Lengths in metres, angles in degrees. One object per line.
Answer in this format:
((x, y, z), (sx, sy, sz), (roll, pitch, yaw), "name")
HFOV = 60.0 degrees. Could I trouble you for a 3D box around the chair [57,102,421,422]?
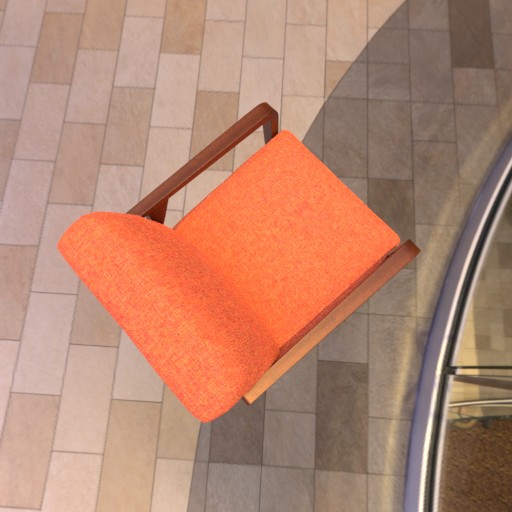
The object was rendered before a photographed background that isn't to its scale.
((0.000, 0.000, 1.506), (0.860, 0.890, 0.719), (-42, 79, -10), "chair")
